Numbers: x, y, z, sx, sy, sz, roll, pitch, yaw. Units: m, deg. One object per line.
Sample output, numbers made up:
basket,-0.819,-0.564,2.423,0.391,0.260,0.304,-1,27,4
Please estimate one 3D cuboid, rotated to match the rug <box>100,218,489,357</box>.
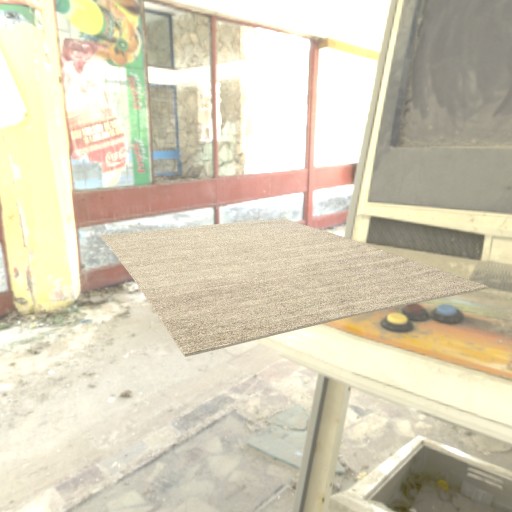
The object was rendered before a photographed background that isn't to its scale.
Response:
rug,0.000,0.000,4.245,2.434,0.045,3.202,-7,17,-25
